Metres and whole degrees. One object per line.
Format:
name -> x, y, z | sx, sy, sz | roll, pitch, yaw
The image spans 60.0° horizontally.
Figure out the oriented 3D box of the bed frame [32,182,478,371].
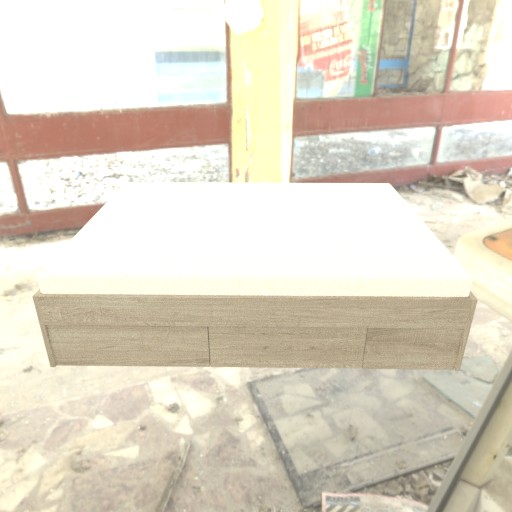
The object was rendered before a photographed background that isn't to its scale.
bed frame -> 0.000, 0.000, 2.650 | 1.944, 0.490, 1.448 | 0, 26, 1
